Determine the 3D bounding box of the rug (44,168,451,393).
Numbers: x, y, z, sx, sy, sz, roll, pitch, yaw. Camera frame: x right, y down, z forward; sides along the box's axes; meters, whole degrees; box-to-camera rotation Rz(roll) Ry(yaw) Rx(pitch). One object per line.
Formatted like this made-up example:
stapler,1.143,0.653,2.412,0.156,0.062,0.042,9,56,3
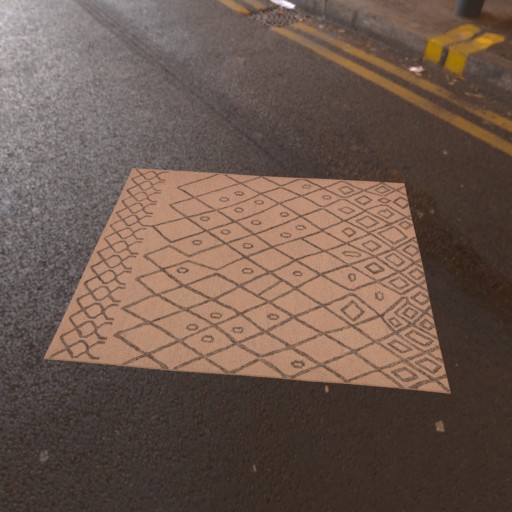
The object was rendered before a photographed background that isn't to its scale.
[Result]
rug,0.000,0.000,4.118,3.046,0.015,2.446,4,47,4
